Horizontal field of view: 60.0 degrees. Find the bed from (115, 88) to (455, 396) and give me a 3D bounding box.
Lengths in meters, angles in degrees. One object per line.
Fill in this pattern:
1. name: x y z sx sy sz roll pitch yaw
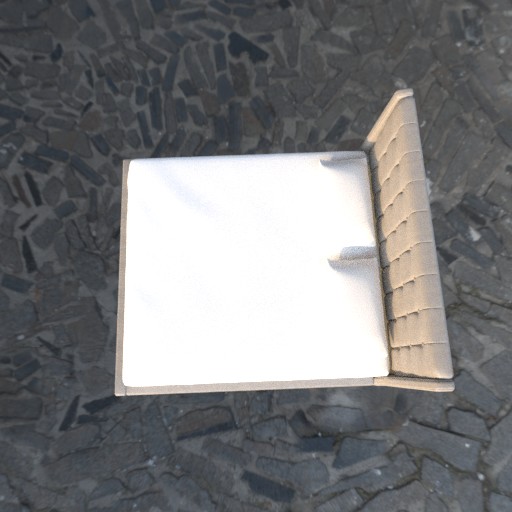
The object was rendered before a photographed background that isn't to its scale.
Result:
1. bed: 0.000 0.000 3.487 2.342 1.289 2.062 -2 76 -1
